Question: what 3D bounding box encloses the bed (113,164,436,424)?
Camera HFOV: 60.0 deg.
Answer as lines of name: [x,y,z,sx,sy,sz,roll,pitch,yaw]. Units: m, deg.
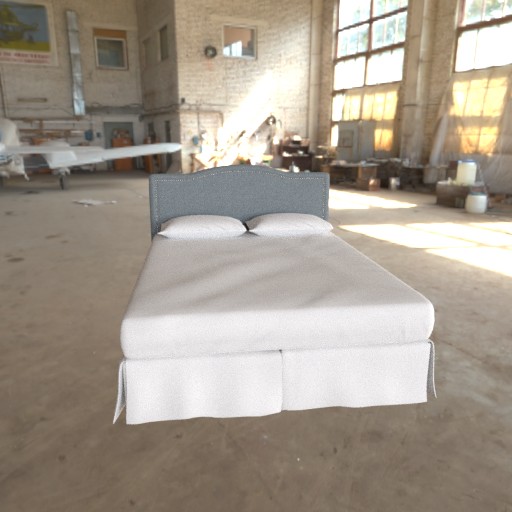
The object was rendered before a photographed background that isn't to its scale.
bed: [0.000,0.000,3.964,2.161,1.457,2.689,-2,15,-7]
